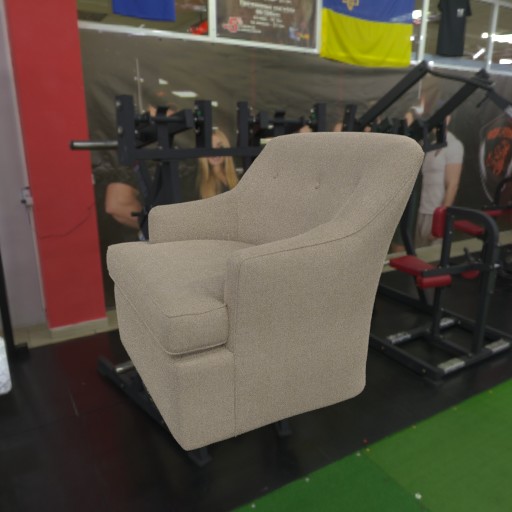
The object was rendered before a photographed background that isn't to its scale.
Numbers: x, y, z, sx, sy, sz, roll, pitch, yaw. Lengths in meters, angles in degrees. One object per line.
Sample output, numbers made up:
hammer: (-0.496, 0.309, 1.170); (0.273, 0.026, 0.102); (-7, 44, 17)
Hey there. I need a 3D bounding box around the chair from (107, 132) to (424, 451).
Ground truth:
chair: (0.000, 0.000, 1.595); (0.923, 0.856, 0.864); (-9, 18, -27)
